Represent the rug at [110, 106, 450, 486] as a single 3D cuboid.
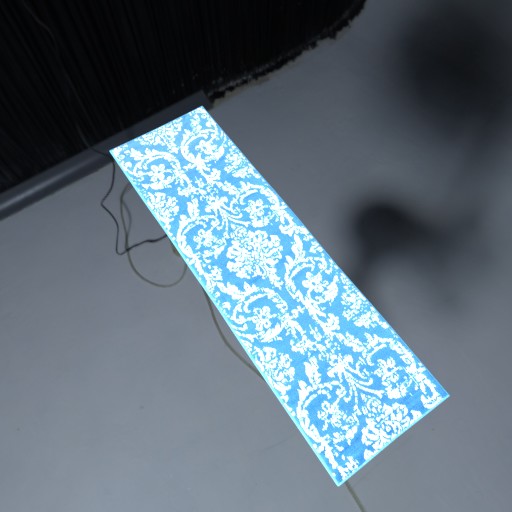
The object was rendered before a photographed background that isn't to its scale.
[{"bbox_3d":[0.000,0.000,2.366,0.662,0.011,2.196,-31,67,-15],"label":"rug"}]
